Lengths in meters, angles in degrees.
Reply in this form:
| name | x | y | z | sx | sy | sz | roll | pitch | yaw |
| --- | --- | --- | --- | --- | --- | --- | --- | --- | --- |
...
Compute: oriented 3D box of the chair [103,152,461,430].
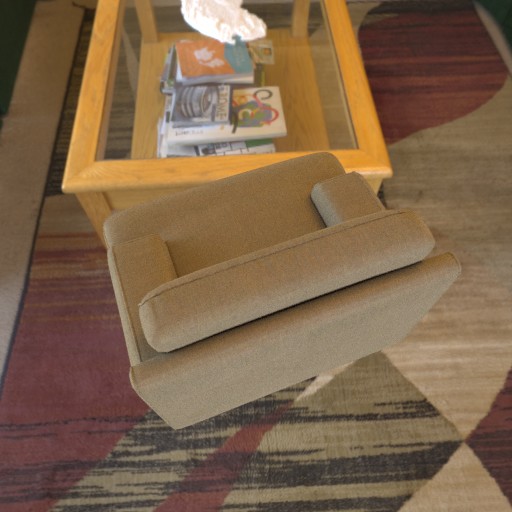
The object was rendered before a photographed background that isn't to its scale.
| name | x | y | z | sx | sy | sz | roll | pitch | yaw |
| --- | --- | --- | --- | --- | --- | --- | --- | --- | --- |
| chair | 0.000 | 0.000 | 2.007 | 1.270 | 0.974 | 1.043 | -18 | 62 | -10 |
